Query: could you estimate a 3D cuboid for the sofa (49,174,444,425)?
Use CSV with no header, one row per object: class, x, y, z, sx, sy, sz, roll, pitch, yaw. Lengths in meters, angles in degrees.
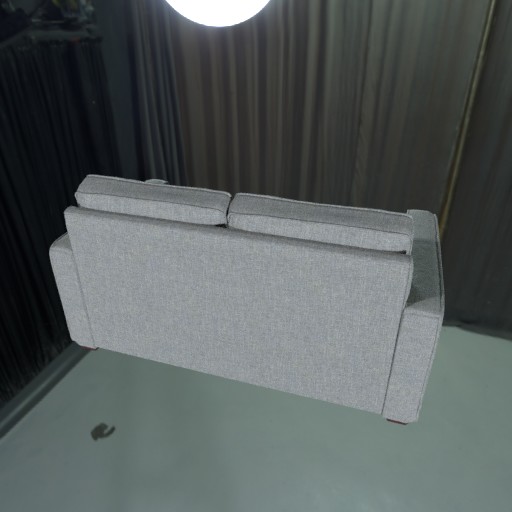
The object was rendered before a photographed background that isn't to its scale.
sofa,0.000,0.000,2.219,1.706,0.915,0.945,9,31,15
